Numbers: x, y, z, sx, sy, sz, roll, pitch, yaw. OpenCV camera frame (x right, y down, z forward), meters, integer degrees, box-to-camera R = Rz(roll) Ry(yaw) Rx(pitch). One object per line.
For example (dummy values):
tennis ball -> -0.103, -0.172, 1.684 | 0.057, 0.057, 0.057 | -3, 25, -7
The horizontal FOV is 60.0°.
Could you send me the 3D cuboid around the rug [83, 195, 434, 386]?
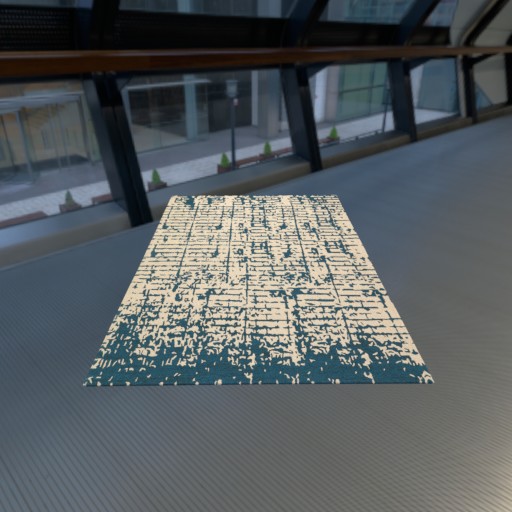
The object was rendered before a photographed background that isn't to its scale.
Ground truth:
rug -> 0.000, 0.000, 2.992 | 1.517, 0.011, 2.435 | 0, 27, -1
